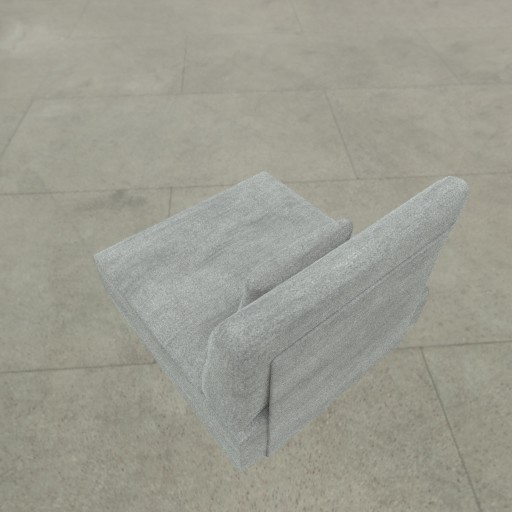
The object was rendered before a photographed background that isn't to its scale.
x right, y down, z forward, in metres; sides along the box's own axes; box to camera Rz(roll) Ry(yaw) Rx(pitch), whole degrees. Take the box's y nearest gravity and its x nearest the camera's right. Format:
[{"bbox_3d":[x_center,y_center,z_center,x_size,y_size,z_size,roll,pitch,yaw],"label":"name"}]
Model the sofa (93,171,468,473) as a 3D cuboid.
[{"bbox_3d":[0.000,0.000,1.686,0.930,0.820,1.000,-31,54,-26],"label":"sofa"}]
